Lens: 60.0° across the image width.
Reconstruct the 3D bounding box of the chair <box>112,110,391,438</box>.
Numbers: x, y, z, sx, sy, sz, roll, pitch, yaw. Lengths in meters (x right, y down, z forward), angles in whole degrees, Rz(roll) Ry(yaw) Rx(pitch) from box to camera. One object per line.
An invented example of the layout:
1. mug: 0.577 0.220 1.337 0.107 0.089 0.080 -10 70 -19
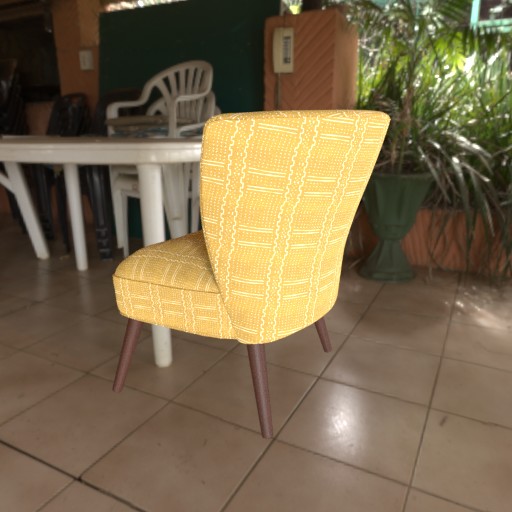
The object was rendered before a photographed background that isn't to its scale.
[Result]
1. chair: 0.000 0.000 1.408 0.758 0.866 0.706 8 18 25
